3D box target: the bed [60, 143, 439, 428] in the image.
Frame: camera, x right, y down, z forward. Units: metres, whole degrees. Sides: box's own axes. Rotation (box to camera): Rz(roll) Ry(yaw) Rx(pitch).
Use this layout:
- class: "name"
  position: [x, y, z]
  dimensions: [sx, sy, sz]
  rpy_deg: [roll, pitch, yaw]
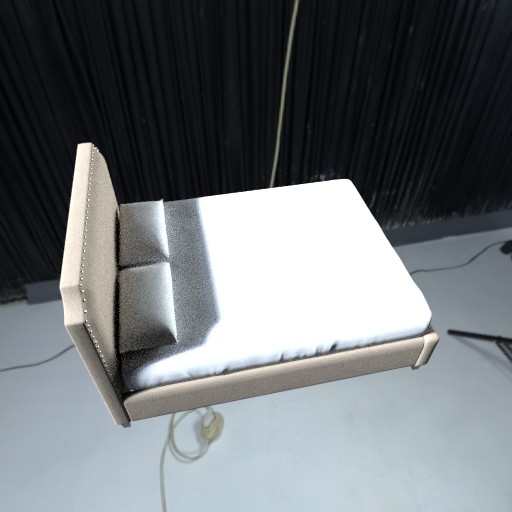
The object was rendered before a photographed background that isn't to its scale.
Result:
- class: "bed"
  position: [0.000, 0.000, 3.386]
  dimensions: [2.329, 1.415, 1.703]
  rpy_deg: [-9, 46, -8]
